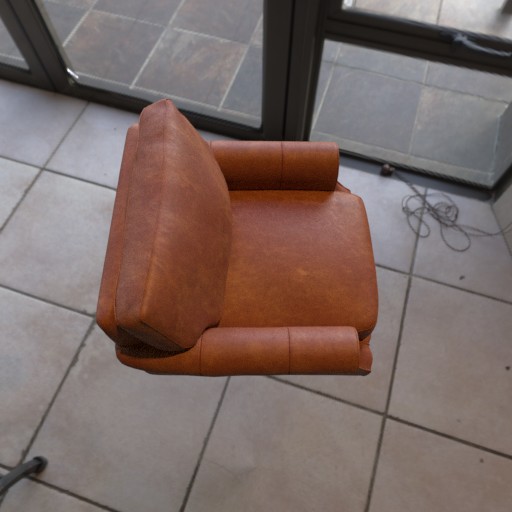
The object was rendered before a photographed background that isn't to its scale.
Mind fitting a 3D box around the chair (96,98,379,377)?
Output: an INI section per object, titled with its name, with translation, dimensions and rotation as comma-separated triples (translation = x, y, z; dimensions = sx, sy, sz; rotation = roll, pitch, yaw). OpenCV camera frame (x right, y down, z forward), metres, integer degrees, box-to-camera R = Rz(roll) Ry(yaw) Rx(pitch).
[chair]
translation = 0.000, 0.000, 1.786
dimensions = 0.986, 0.962, 0.983
rotation = 0, 65, 0
